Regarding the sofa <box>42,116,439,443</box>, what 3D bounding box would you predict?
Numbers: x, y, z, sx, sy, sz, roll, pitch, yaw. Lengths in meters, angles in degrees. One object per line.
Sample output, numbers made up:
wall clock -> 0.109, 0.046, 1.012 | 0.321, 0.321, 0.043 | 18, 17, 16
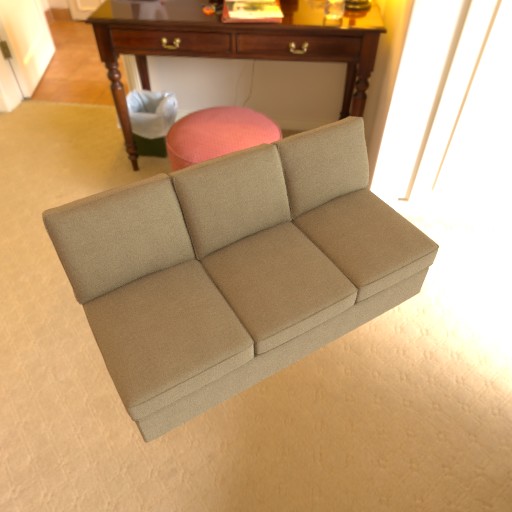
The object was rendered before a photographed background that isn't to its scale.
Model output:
sofa -> 0.000, 0.000, 2.740 | 2.092, 1.036, 1.127 | -23, 50, -21
